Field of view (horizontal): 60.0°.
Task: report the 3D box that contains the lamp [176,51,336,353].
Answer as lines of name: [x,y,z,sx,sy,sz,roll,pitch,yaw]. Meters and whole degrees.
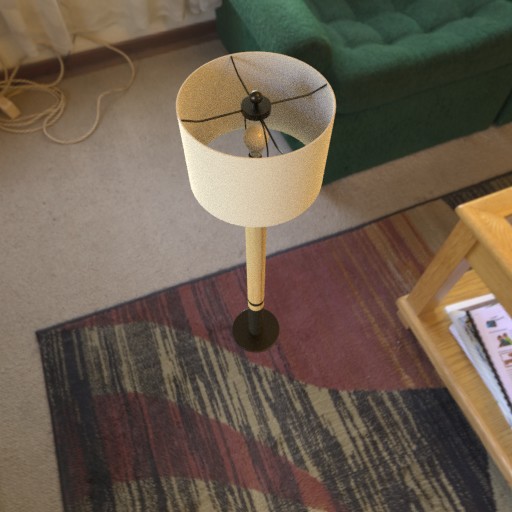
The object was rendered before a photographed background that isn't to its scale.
lamp: [0.000,0.000,1.669,0.381,1.478,0.381,-35,65,-19]
